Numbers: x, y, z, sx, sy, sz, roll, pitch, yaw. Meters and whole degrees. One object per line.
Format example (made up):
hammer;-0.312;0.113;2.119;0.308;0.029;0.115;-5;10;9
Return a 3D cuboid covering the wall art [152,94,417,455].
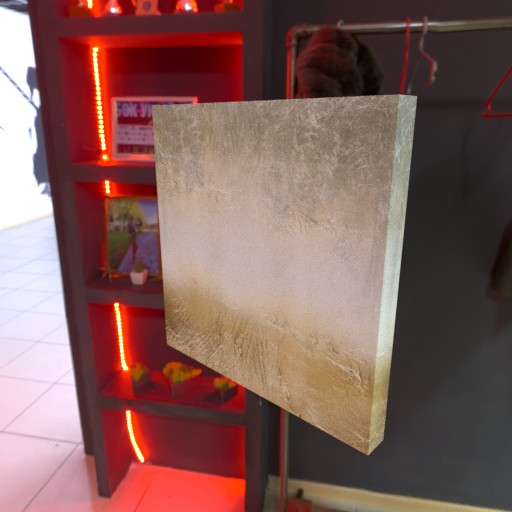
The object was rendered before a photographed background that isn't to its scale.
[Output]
wall art;0.000;0.000;0.619;0.405;0.407;0.038;15;22;41
